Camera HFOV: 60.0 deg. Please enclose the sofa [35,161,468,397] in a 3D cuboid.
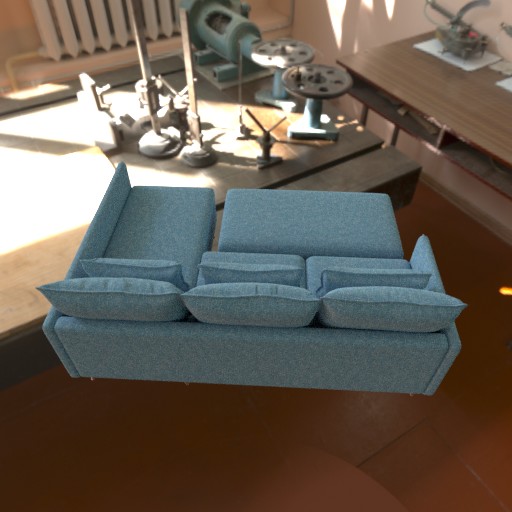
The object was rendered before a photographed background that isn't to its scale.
[{"bbox_3d":[0.000,0.000,2.734,2.034,0.899,1.420,2,46,2],"label":"sofa"}]
